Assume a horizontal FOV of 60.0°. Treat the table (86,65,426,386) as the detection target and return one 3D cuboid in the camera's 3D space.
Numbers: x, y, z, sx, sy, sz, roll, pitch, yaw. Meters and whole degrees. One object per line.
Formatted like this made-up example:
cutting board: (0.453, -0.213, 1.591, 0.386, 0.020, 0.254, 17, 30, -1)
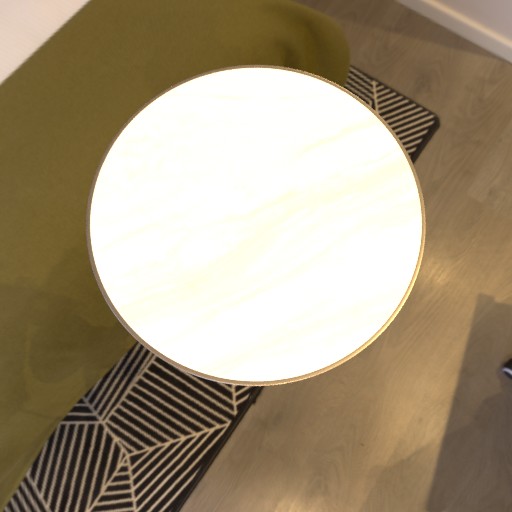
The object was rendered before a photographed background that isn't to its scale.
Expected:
table: (0.000, 0.000, 0.813, 0.445, 0.479, 0.445, 0, 75, 0)
